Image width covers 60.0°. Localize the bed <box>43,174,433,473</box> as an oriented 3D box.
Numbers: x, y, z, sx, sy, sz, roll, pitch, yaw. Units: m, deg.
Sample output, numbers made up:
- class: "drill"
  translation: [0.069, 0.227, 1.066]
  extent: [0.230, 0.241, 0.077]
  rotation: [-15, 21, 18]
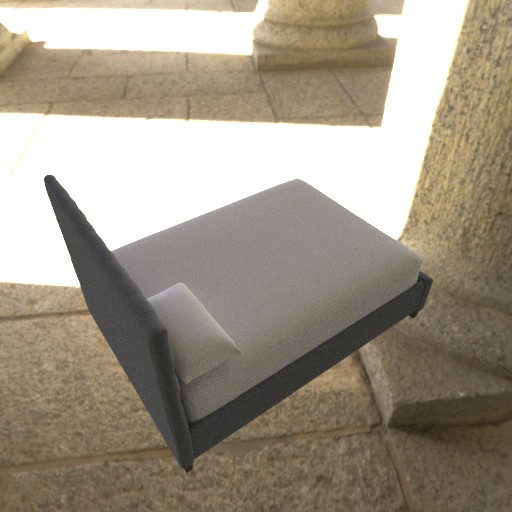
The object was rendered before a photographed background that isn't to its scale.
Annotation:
- class: "bed"
  translation: [0.000, 0.000, 3.402]
  extent: [2.335, 1.411, 1.698]
  rotation: [-25, 47, -26]
